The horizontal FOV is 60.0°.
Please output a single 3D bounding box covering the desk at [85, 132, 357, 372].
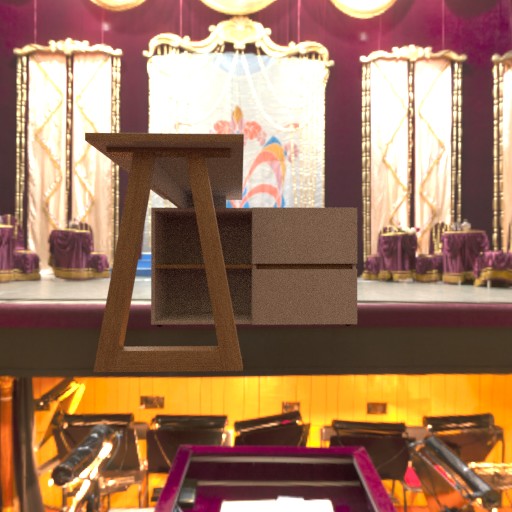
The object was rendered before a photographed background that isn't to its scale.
[{"bbox_3d":[0.000,0.000,2.078,1.098,0.755,1.404,0,0,-2],"label":"desk"}]
